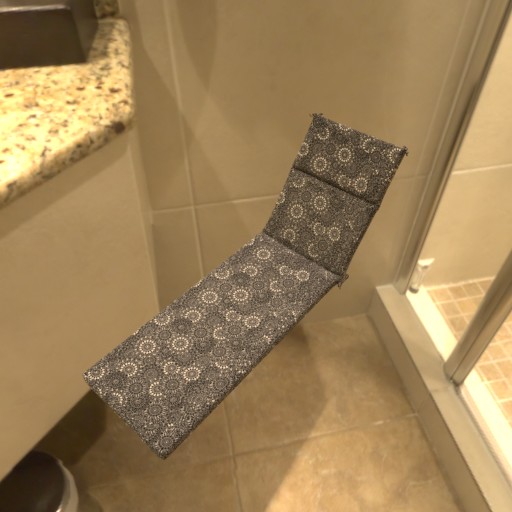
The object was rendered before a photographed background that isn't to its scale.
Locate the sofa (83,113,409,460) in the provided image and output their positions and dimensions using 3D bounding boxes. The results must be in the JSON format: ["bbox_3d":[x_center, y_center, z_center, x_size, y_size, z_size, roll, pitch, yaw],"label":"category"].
[{"bbox_3d":[0.000,0.000,2.008,0.582,0.622,1.663,32,53,27],"label":"sofa"}]
